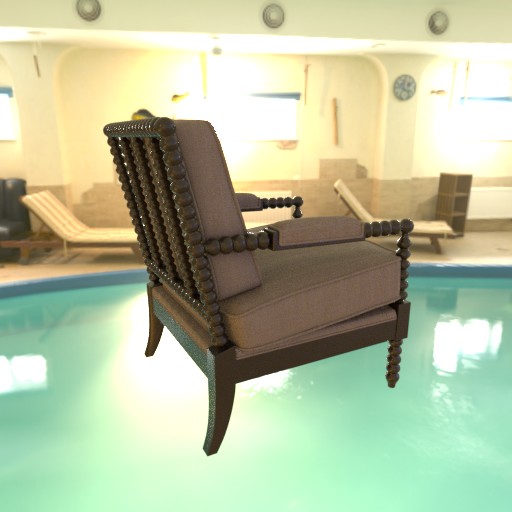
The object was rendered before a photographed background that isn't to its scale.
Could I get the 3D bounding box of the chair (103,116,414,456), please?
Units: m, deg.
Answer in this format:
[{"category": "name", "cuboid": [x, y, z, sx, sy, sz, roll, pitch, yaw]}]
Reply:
[{"category": "chair", "cuboid": [0.000, 0.000, 1.135, 0.622, 0.661, 0.540, -8, 17, -27]}]
